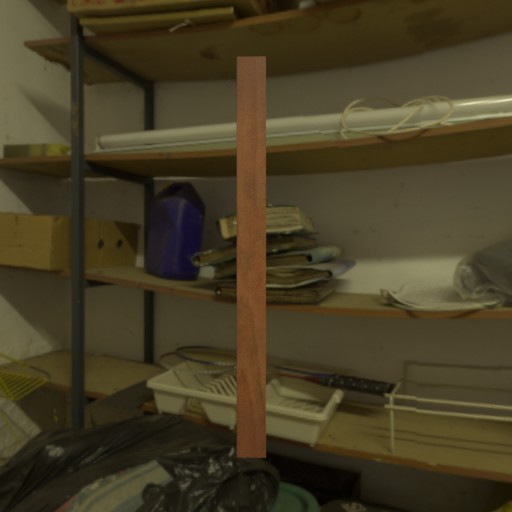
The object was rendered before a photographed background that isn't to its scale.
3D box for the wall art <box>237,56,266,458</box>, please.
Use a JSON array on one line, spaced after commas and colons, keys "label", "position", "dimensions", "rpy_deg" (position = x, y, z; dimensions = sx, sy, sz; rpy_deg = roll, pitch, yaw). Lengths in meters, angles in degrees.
[{"label": "wall art", "position": [0.000, 0.000, 0.784], "dimensions": [0.033, 0.457, 0.558], "rpy_deg": [0, 0, 1]}]
